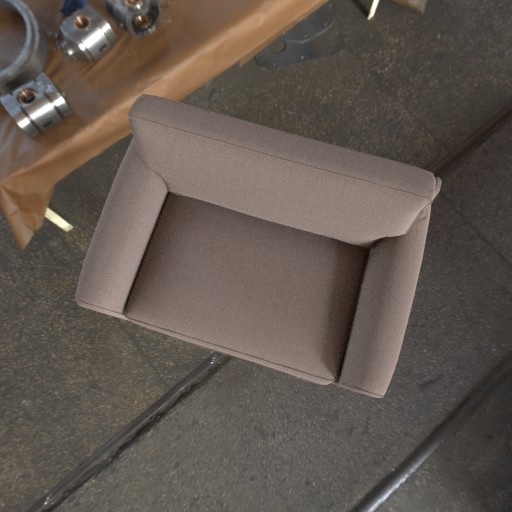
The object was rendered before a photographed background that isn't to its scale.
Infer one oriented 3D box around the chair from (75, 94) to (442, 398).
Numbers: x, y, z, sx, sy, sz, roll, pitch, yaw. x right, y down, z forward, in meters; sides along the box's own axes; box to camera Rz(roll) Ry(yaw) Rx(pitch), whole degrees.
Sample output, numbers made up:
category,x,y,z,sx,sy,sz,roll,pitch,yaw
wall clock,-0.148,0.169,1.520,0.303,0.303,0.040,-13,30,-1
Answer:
category,x,y,z,sx,sy,sz,roll,pitch,yaw
chair,0.000,0.000,2.026,1.390,0.930,0.930,16,78,4
